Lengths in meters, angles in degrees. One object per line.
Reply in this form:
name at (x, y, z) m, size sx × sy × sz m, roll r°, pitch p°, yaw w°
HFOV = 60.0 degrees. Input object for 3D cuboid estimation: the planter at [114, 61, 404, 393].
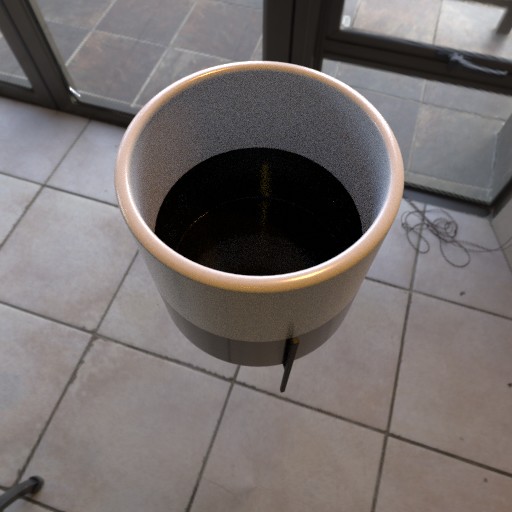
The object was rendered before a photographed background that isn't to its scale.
planter at (0.000, 0.000, 0.648) m, size 0.310 × 0.432 × 0.310 m, roll 0°, pitch 62°, yaw 0°
